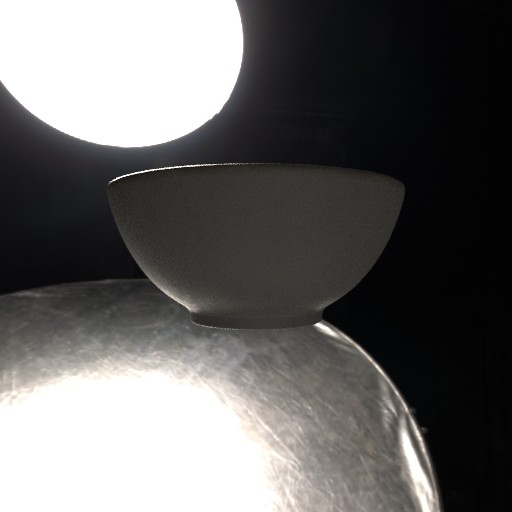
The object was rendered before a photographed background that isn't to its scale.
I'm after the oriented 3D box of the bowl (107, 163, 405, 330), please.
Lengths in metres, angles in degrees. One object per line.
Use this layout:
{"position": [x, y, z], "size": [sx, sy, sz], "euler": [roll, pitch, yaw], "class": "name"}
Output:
{"position": [0.000, 0.000, 0.420], "size": [0.268, 0.121, 0.268], "euler": [0, 0, 0], "class": "bowl"}
